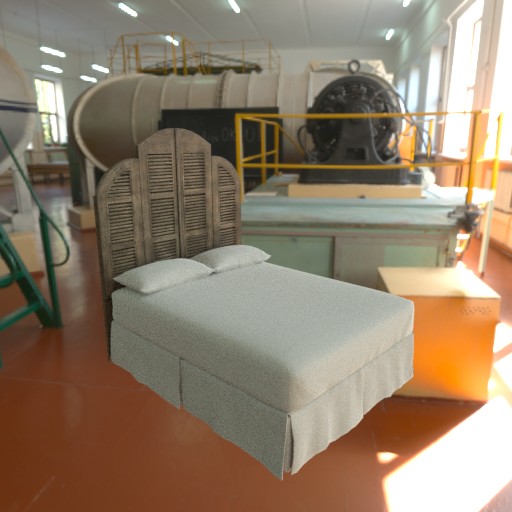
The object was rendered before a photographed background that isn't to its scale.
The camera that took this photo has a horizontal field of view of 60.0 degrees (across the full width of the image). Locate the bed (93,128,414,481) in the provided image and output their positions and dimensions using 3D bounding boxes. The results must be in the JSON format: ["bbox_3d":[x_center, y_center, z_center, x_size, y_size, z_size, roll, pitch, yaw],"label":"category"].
[{"bbox_3d":[0.000,0.000,3.576,2.138,2.019,1.713,14,20,42],"label":"bed"}]
